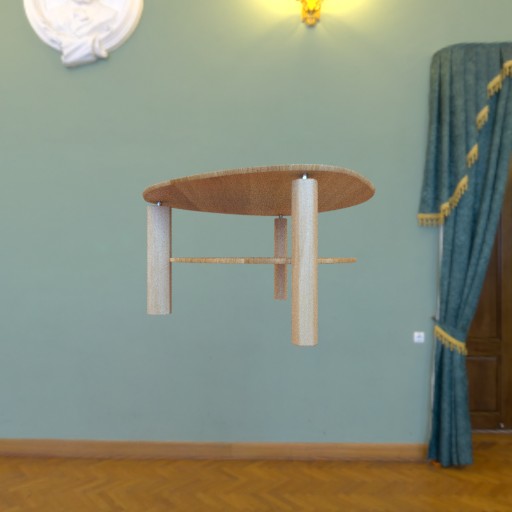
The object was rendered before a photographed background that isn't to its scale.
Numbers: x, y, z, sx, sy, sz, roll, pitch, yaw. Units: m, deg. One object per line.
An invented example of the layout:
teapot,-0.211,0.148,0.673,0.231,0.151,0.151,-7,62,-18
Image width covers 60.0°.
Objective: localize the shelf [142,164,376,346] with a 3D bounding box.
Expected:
shelf,0.000,0.000,1.681,0.845,0.440,1.246,0,0,0
